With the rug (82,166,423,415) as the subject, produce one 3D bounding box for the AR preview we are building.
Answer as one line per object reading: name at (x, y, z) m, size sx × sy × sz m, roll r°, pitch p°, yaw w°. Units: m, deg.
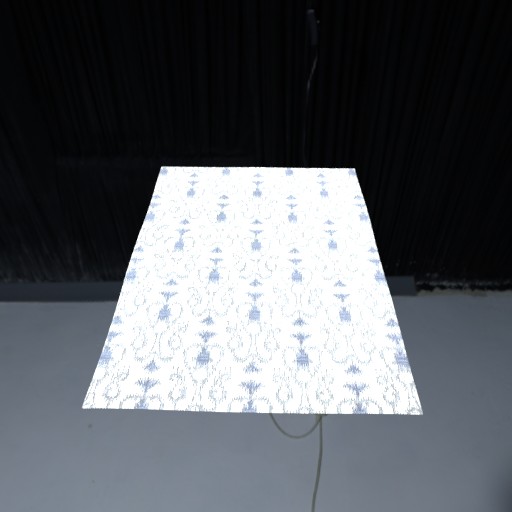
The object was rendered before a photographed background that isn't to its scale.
rug at (0.000, 0.000, 2.996) m, size 1.676 × 0.013 × 2.261 m, roll 1°, pitch 42°, yaw 1°
